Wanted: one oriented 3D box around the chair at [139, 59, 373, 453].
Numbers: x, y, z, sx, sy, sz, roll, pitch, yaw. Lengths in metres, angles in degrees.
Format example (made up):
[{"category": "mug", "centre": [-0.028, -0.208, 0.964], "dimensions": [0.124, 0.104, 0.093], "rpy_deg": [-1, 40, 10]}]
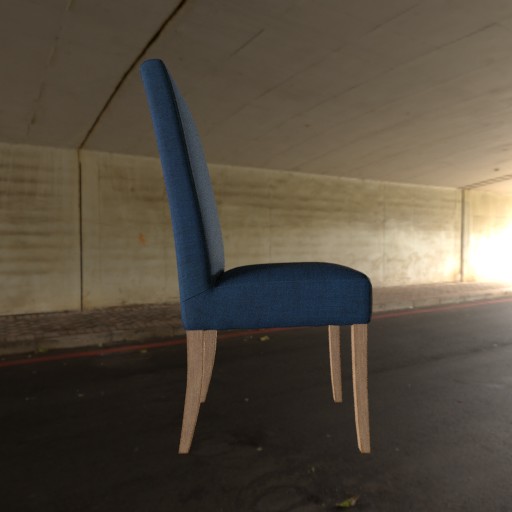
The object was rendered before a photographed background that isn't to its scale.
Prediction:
[{"category": "chair", "centre": [0.000, 0.000, 1.360], "dimensions": [0.610, 1.029, 0.450], "rpy_deg": [0, 1, 0]}]
